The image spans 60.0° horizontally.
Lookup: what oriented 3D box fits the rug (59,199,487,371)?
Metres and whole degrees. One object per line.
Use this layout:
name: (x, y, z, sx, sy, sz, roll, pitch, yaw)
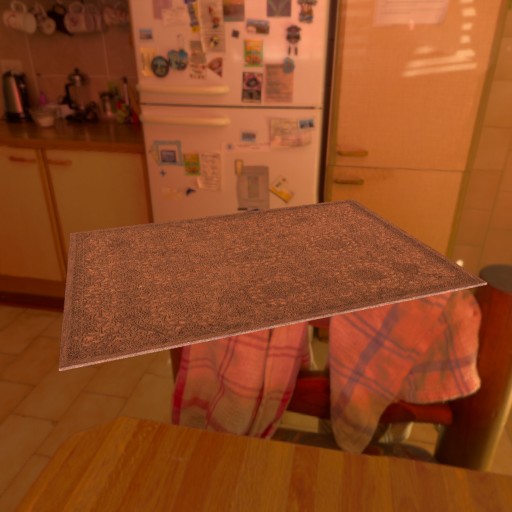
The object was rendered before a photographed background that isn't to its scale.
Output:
rug: (0.000, 0.000, 2.276, 1.819, 0.012, 1.208, -9, 28, -17)
